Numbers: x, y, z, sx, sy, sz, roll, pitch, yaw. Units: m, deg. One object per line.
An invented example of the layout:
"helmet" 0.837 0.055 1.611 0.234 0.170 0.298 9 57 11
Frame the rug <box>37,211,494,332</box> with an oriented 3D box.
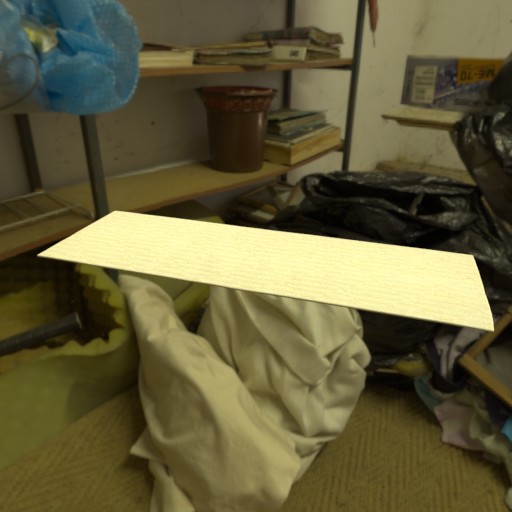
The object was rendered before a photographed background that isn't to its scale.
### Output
"rug" 0.000 0.000 2.600 2.450 0.014 0.793 8 27 16
